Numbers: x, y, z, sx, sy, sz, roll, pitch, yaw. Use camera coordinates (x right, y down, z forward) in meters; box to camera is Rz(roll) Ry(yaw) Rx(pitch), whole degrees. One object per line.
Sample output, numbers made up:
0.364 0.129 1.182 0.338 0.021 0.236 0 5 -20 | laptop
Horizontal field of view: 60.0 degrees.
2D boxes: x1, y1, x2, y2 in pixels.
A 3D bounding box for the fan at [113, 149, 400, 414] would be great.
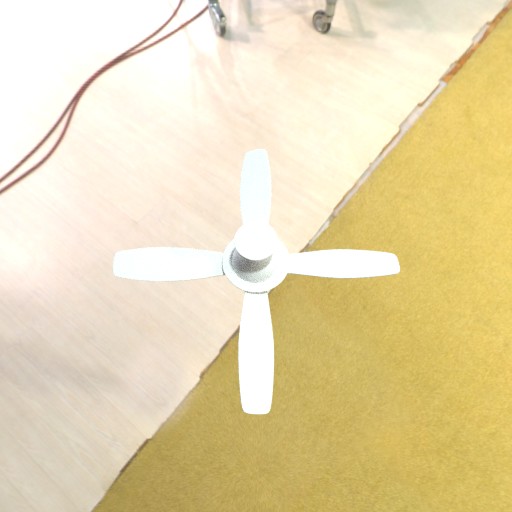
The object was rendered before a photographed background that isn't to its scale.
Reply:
0.000 0.000 2.538 1.693 0.382 1.694 0 64 0 | fan
